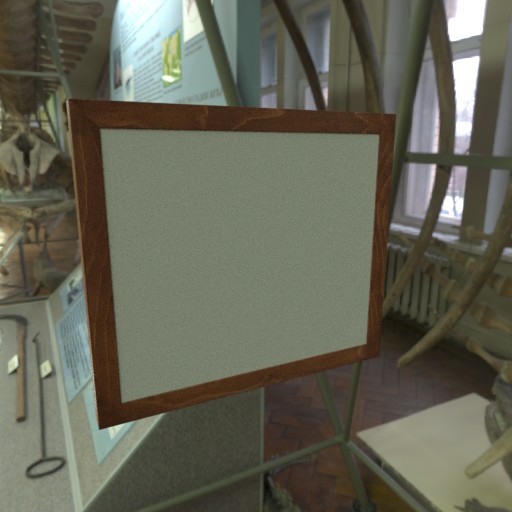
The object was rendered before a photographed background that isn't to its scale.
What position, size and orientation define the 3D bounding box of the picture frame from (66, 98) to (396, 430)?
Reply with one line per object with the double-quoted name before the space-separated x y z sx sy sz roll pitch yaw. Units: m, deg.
"picture frame" 0.000 0.000 0.521 0.381 0.330 0.025 -7 15 -26
